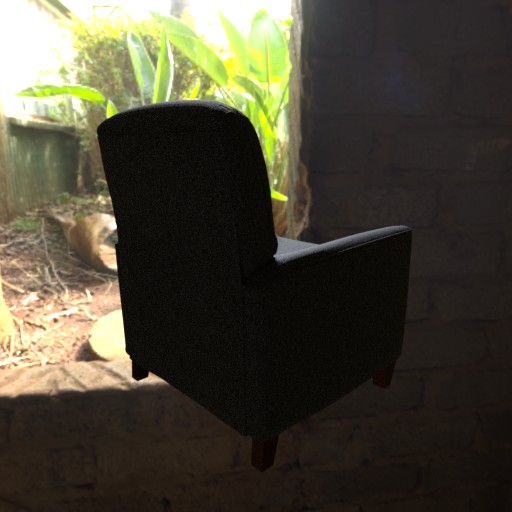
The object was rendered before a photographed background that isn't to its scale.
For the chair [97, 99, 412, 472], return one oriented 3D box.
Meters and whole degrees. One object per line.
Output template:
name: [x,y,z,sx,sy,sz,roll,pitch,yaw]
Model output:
chair: [0.000,0.000,1.610,0.850,1.016,0.839,-13,19,-42]
